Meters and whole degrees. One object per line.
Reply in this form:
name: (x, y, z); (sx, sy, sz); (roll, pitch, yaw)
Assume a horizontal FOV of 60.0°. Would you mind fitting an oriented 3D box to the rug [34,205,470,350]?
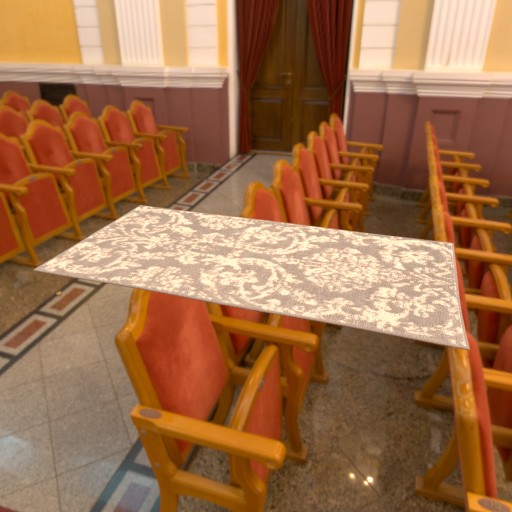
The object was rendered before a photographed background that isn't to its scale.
rug: (0.000, 0.000, 1.425); (1.219, 0.007, 0.604); (8, 27, 16)
